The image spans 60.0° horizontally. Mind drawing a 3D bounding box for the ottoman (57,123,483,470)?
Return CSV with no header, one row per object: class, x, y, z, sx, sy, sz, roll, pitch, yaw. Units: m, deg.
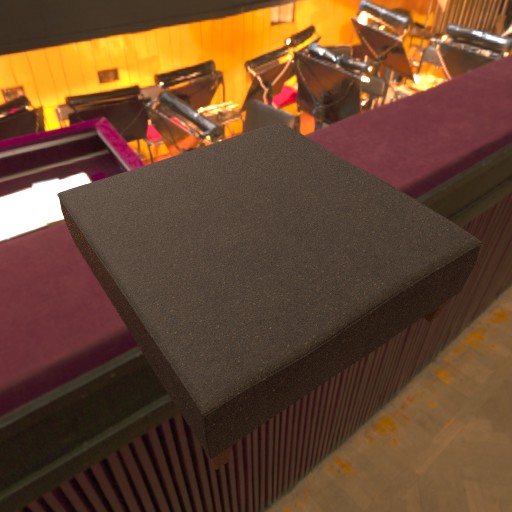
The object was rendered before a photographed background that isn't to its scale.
ottoman,0.000,0.000,1.517,0.968,0.382,1.004,-25,47,-26
